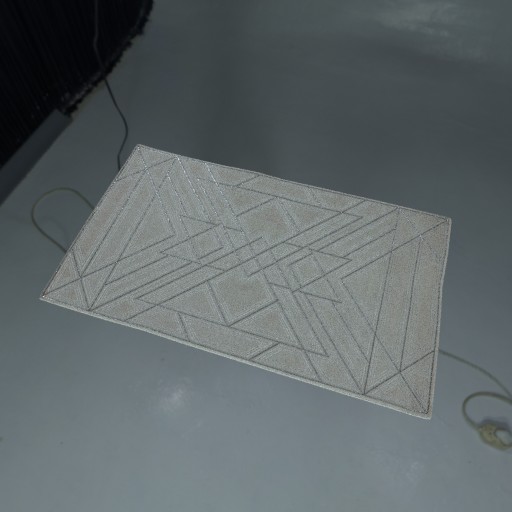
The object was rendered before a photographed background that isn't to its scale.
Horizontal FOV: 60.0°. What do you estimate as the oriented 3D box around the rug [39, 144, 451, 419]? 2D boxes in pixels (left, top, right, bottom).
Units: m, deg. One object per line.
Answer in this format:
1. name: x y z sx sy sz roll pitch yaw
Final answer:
1. rug: 0.000 0.000 1.053 0.869 0.008 0.511 15 59 9
